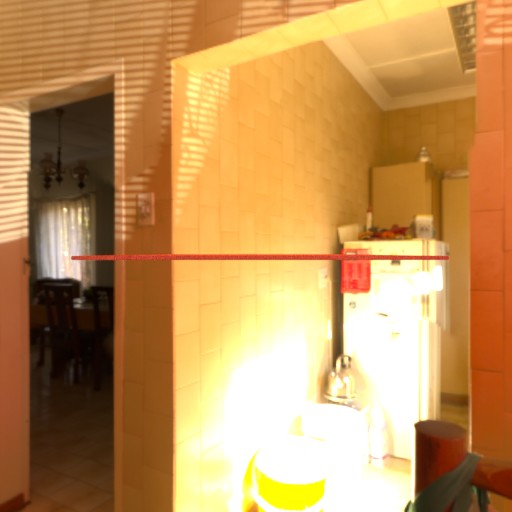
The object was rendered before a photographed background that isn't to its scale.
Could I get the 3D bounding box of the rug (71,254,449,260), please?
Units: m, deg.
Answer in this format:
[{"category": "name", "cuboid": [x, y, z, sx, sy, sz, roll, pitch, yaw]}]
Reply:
[{"category": "rug", "cuboid": [0.000, 0.000, 2.338, 1.219, 0.014, 1.829, 0, 0, -1]}]
